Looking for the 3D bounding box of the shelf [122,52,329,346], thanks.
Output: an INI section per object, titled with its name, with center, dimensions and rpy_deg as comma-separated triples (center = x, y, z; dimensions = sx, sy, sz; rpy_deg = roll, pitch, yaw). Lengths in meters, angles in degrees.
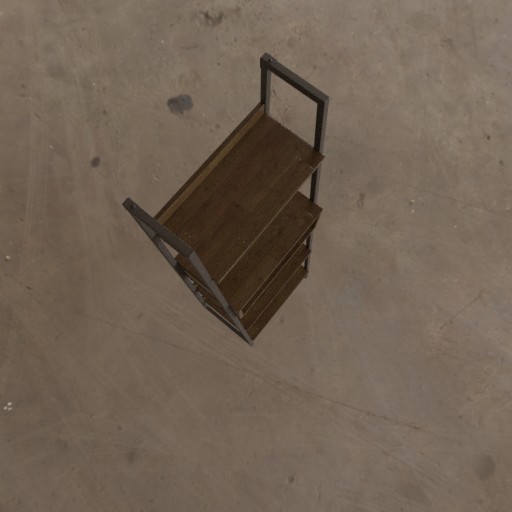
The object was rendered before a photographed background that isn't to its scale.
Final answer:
[shelf]
center = 0.000, 0.000, 2.249
dimensions = 0.454, 2.005, 0.652
rpy_deg = 38, 78, 9
